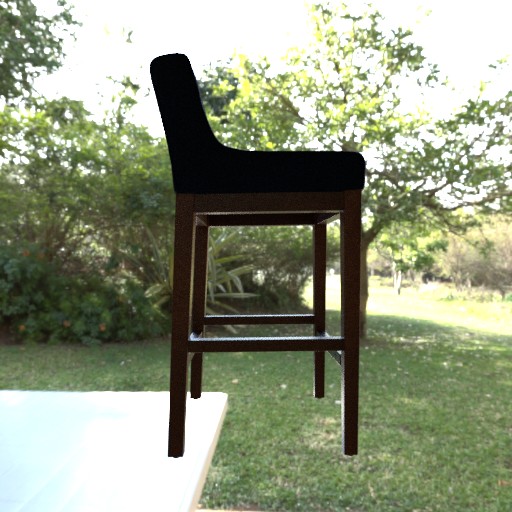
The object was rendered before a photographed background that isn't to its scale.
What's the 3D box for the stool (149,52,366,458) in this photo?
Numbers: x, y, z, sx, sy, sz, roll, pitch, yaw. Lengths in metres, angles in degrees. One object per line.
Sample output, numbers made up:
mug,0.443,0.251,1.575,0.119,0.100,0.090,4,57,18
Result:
stool,0.000,0.000,1.261,0.516,0.945,0.511,0,0,-2
